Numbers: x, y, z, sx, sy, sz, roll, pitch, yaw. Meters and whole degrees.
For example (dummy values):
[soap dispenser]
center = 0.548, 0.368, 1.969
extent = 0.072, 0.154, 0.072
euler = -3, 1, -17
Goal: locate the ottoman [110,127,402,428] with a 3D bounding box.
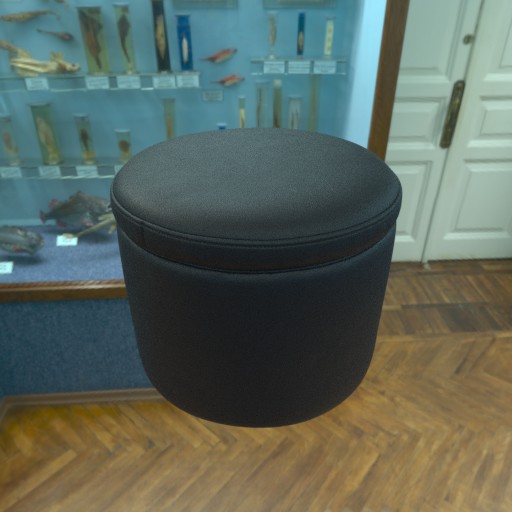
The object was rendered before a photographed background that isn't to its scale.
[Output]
[ottoman]
center = 0.000, 0.000, 0.867
extent = 0.501, 0.409, 0.501
euler = 0, 31, 0
